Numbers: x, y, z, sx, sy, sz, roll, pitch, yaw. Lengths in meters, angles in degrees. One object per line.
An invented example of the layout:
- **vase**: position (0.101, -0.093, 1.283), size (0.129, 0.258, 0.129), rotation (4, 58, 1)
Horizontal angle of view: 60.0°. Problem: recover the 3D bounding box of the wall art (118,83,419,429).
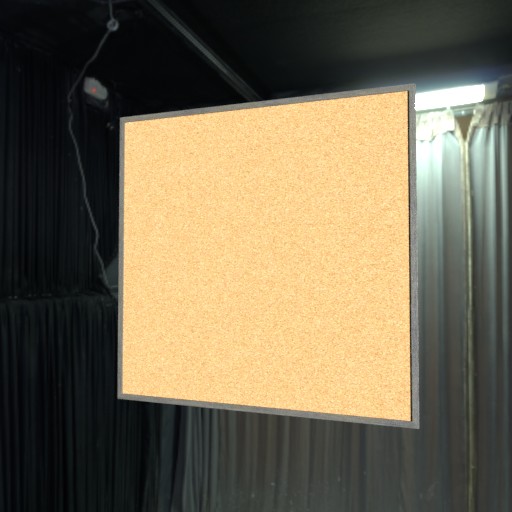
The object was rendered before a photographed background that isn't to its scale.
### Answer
- **wall art**: position (0.000, 0.000, 0.743), size (0.507, 0.507, 0.037), rotation (0, -2, 17)
